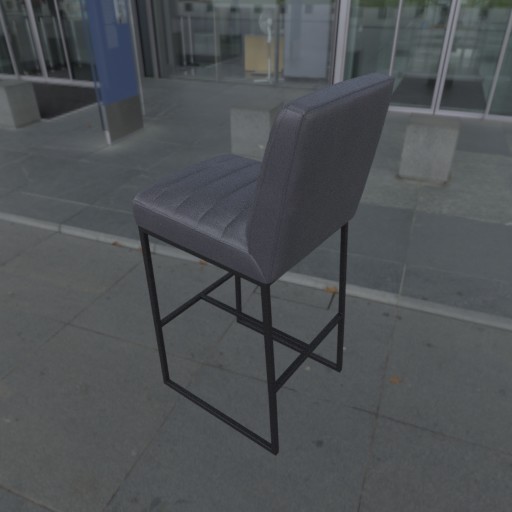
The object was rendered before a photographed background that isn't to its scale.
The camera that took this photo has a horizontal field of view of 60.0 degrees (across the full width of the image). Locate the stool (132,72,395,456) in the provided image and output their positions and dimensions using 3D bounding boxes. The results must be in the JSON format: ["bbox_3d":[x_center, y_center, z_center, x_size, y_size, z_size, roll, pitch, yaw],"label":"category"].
[{"bbox_3d":[0.000,0.000,1.344,0.552,1.040,0.457,21,37,30],"label":"stool"}]
